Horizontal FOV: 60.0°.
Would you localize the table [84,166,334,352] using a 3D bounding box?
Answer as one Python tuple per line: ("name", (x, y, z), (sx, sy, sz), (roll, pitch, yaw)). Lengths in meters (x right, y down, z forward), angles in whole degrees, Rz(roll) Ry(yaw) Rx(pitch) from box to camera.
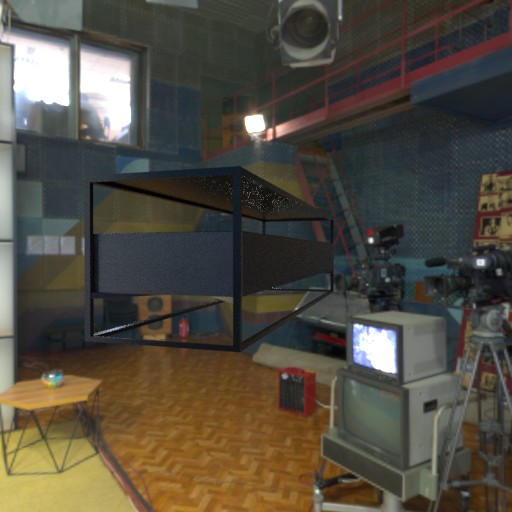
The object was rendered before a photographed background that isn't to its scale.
("table", (0.000, 0.000, 1.707), (0.399, 0.395, 1.486), (0, 1, 18))
